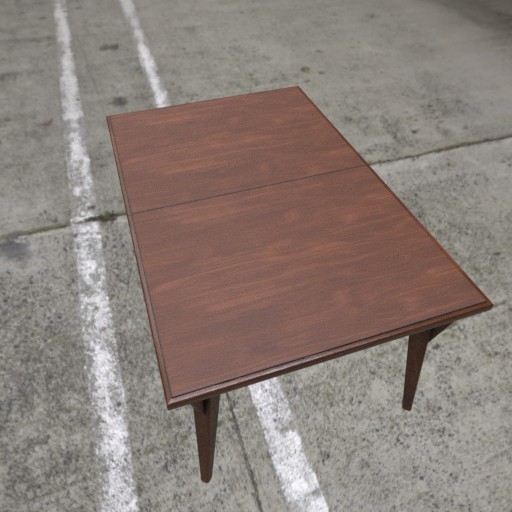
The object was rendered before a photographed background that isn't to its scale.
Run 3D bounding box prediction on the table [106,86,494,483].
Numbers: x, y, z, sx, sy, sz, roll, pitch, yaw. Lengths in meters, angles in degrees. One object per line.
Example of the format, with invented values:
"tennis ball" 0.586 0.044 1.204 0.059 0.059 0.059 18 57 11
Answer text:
"table" 0.000 0.000 1.987 0.990 0.761 1.524 -14 48 -13
